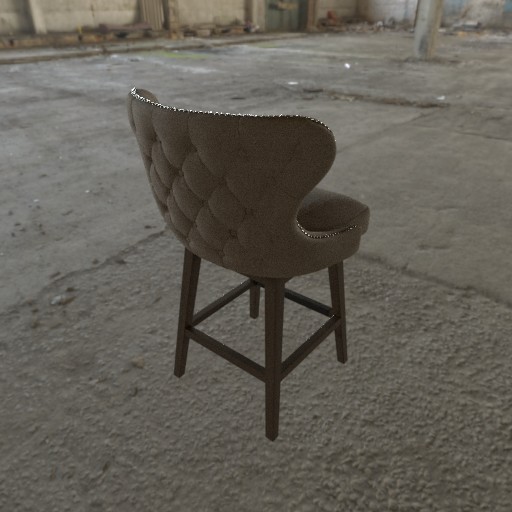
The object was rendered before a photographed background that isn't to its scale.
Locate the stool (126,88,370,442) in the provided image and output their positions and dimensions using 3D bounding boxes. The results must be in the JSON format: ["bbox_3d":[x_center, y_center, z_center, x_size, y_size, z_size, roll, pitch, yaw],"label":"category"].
[{"bbox_3d":[0.000,0.000,1.361,0.615,0.972,0.597,22,36,33],"label":"stool"}]
